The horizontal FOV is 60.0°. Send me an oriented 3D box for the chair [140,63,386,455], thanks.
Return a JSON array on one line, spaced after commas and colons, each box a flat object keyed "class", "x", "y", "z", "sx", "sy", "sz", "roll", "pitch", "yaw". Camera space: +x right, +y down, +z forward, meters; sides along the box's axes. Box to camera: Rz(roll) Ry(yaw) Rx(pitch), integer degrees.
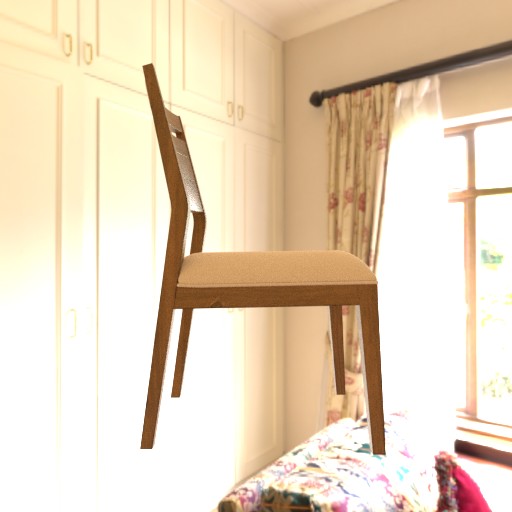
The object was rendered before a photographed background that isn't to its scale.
[{"class": "chair", "x": 0.000, "y": 0.000, "z": 1.291, "sx": 0.610, "sy": 0.939, "sz": 0.497, "roll": 0, "pitch": 0, "yaw": 0}]
